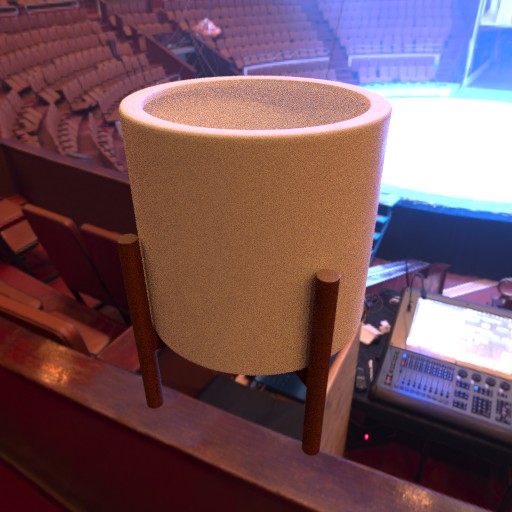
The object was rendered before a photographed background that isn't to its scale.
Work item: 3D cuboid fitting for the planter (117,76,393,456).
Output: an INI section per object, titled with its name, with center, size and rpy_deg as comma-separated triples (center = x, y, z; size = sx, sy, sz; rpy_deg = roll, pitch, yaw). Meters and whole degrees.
[planter]
center = 0.000, 0.000, 0.848
size = 0.421, 0.581, 0.420
rpy_deg = 11, 33, 18
